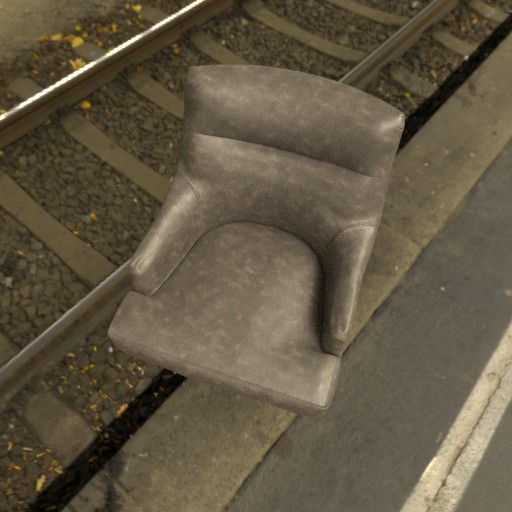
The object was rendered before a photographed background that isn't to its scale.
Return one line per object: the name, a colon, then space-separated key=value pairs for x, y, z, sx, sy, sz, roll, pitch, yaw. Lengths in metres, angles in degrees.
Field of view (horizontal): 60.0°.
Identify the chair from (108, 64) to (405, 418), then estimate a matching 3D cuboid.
chair: x=0.000 y=0.000 z=1.515 sx=0.738 sy=0.870 sz=0.874 roll=16 pitch=59 yaw=10
